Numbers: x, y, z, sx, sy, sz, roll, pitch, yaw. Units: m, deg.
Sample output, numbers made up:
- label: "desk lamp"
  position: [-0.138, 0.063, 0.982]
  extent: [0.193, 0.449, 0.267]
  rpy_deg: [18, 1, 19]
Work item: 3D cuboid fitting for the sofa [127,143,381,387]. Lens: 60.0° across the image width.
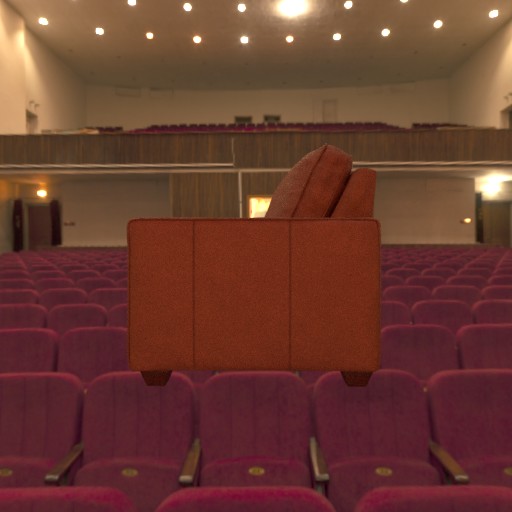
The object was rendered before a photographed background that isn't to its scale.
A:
- label: "sofa"
  position: [0.000, 0.000, 2.570]
  extent: [0.940, 0.919, 2.080]
  rpy_deg: [0, 1, 1]
